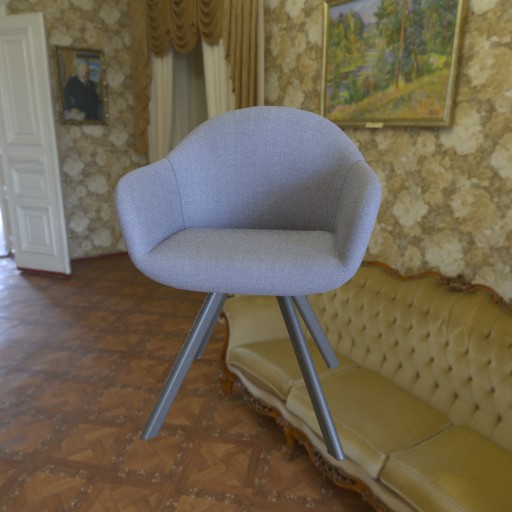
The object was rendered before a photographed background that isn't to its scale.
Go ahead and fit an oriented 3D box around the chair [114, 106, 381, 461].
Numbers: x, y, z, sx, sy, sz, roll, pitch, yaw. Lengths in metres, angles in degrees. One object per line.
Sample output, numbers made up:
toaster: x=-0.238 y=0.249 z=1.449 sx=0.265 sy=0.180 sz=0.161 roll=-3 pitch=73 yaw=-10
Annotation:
chair: x=0.000 y=0.000 z=1.196 sx=0.590 sy=0.795 sz=0.550 roll=2 pitch=15 yaw=8
